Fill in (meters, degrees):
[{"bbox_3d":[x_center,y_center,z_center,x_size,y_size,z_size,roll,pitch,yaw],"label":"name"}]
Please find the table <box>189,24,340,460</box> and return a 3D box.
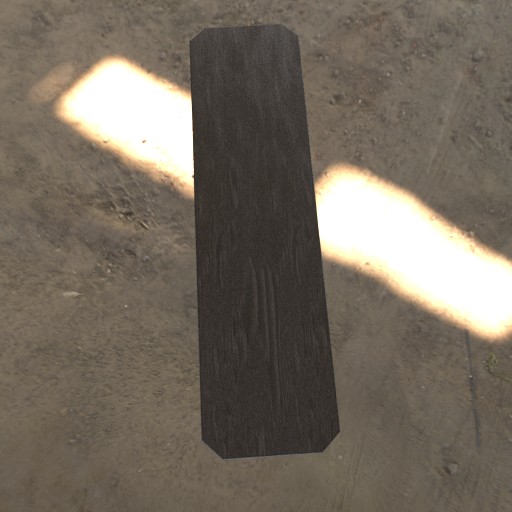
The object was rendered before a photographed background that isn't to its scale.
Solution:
[{"bbox_3d":[0.000,0.000,1.444,0.329,0.800,1.112,-4,75,-1],"label":"table"}]
